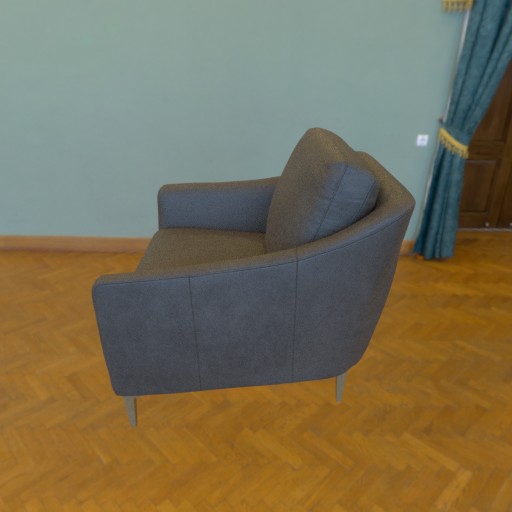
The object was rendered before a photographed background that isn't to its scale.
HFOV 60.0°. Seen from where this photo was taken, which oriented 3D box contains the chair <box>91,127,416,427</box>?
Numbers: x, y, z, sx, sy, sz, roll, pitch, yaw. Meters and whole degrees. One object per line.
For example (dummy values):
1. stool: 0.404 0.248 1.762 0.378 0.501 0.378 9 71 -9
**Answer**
1. chair: 0.000 0.000 1.734 0.961 0.901 0.988 0 25 0
